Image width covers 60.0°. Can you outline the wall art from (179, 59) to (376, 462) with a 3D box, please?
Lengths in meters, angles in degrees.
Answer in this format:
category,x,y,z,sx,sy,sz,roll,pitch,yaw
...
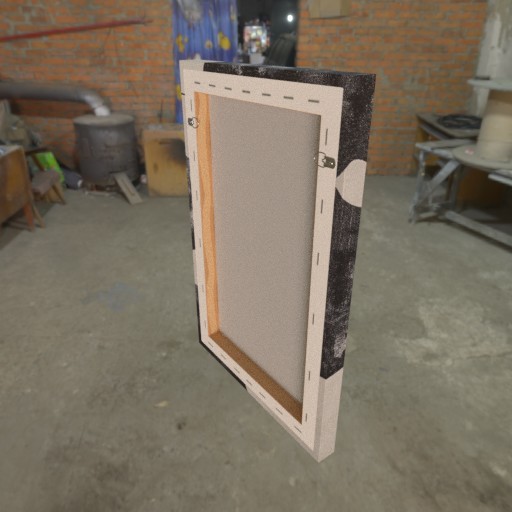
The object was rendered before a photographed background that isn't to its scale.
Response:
category,x,y,z,sx,sy,sz,roll,pitch,yaw
wall art,0.000,0.000,0.772,0.039,0.610,0.407,-18,32,-32
